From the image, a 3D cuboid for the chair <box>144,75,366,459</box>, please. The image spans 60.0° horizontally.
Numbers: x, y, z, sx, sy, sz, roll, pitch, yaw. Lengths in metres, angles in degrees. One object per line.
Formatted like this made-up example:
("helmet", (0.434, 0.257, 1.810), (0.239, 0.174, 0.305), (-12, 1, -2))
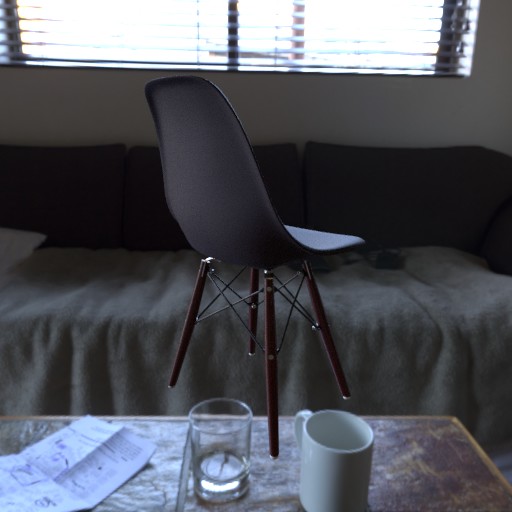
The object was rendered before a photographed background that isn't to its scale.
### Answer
("chair", (0.000, 0.000, 1.161), (0.470, 0.826, 0.533), (14, 20, 42))
